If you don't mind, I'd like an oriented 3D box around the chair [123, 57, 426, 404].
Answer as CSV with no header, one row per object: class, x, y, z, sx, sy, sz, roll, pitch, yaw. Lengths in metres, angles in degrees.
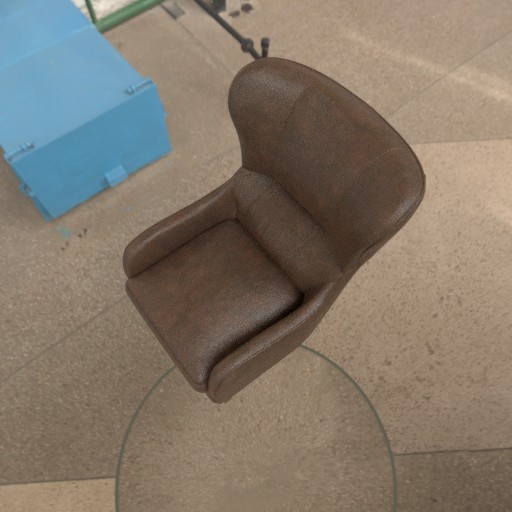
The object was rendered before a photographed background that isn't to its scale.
chair,0.000,0.000,1.640,0.914,1.048,0.692,-35,69,-16
